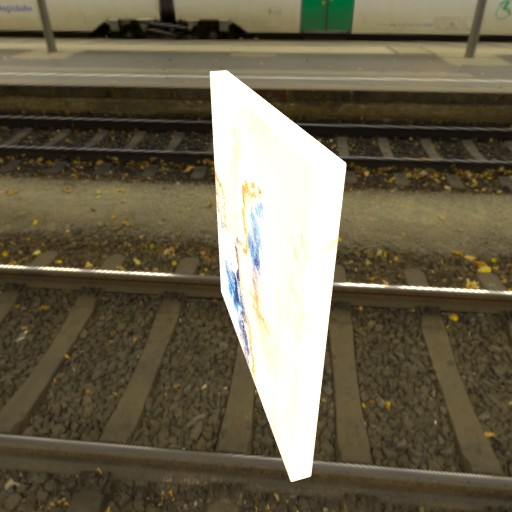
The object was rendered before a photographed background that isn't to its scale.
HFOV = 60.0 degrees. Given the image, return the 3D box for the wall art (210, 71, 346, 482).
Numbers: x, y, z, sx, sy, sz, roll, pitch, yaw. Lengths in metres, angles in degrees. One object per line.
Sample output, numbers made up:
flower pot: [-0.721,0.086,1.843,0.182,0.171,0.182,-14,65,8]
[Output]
wall art: [0.000,0.000,1.578,0.071,1.061,1.061,-9,33,-13]
